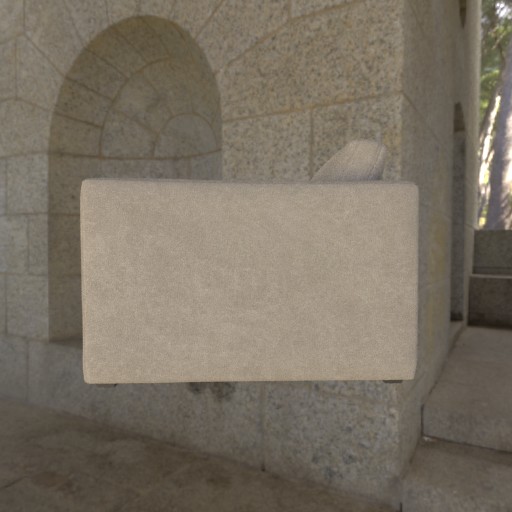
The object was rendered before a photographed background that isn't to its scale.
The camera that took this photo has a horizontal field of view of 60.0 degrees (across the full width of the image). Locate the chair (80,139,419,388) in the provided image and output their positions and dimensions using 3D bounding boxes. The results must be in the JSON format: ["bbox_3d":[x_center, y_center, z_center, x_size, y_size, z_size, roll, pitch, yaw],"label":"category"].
[{"bbox_3d":[0.000,0.000,1.930,1.091,0.845,1.190,0,1,1],"label":"chair"}]
